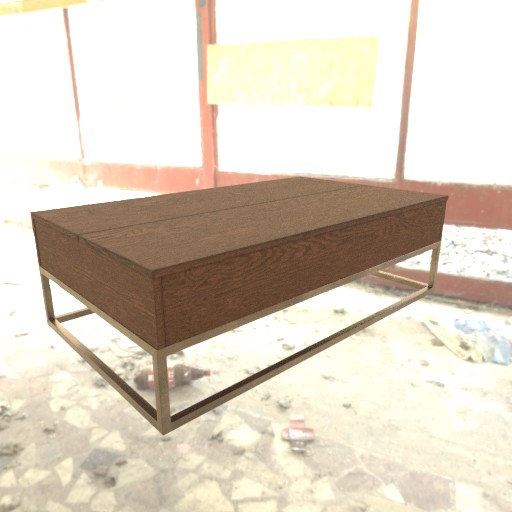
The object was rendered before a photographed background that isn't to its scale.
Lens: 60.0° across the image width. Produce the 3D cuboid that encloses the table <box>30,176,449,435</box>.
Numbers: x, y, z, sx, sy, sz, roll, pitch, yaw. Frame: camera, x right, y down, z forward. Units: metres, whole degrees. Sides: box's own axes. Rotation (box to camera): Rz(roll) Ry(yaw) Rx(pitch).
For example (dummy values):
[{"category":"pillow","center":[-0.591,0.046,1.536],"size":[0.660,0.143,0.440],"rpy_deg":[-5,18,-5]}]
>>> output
[{"category":"table","center":[0.000,0.000,1.480],"size":[1.167,0.361,0.719],"rpy_deg":[-15,23,-40]}]
